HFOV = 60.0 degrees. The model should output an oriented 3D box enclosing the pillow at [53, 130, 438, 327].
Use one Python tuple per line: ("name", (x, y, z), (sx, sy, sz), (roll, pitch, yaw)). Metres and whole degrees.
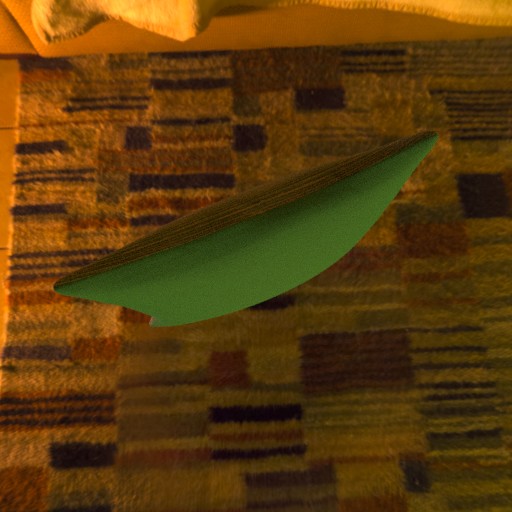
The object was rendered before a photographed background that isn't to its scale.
("pillow", (0.000, 0.000, 0.775), (0.514, 0.497, 0.150), (-22, 77, -5))
